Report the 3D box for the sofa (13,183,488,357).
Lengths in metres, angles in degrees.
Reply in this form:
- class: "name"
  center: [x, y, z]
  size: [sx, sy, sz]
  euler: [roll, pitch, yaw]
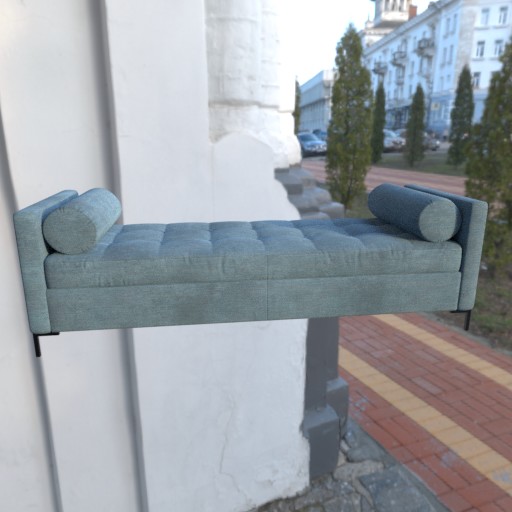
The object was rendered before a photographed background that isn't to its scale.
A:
- class: "sofa"
  center: [0.000, 0.000, 2.225]
  size: [1.981, 0.635, 0.686]
  euler: [-2, 16, -7]
